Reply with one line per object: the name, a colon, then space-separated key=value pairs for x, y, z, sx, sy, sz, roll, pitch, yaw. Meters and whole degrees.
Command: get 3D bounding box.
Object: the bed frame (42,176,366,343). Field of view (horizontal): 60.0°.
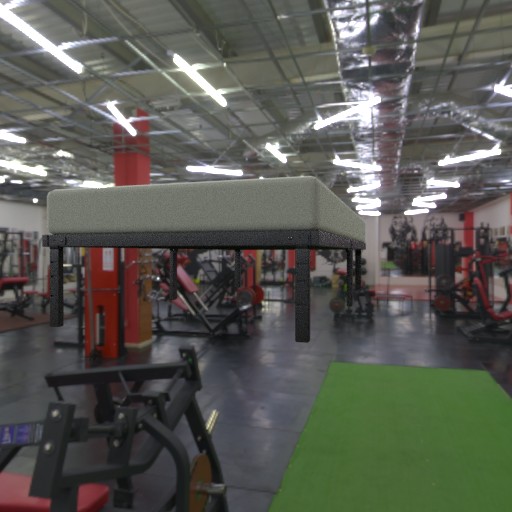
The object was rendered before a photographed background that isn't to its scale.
bed frame: x=0.000 y=0.000 z=3.231 sx=1.393 sy=0.680 sz=2.635 roll=0 pitch=0 yaw=18
